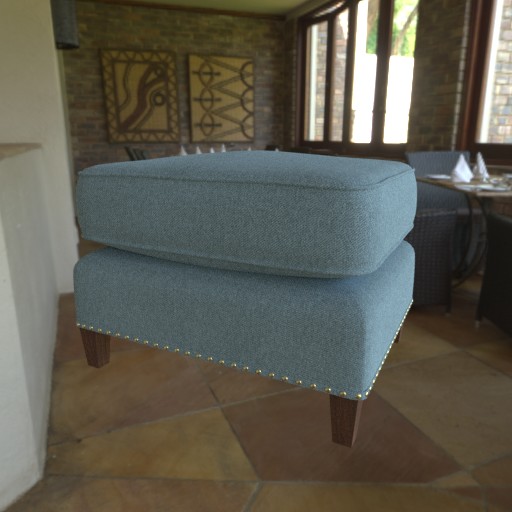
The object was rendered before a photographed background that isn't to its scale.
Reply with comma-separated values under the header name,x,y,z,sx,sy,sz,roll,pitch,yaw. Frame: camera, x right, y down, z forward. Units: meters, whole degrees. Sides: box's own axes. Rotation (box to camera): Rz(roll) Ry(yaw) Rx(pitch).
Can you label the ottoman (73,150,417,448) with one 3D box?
name,x,y,z,sx,sy,sz,roll,pitch,yaw
ottoman,0.000,0.000,1.159,0.738,0.537,0.589,8,17,26
